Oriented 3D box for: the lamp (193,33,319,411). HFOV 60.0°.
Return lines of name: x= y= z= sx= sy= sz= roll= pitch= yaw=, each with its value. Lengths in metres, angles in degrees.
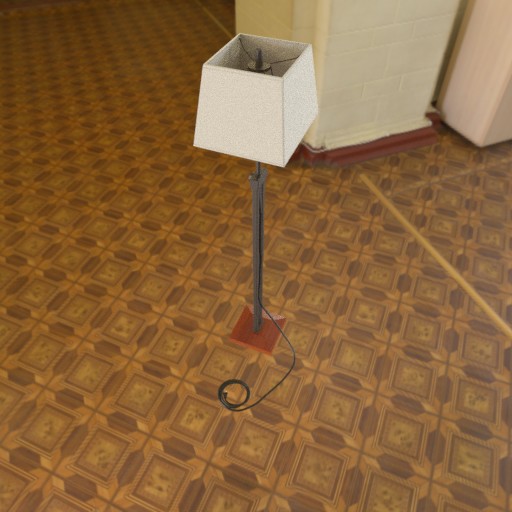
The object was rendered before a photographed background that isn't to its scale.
lamp: x=0.000 y=0.000 z=2.021 sx=0.472 sy=1.712 sz=0.745 roll=17 pitch=49 yaw=15
